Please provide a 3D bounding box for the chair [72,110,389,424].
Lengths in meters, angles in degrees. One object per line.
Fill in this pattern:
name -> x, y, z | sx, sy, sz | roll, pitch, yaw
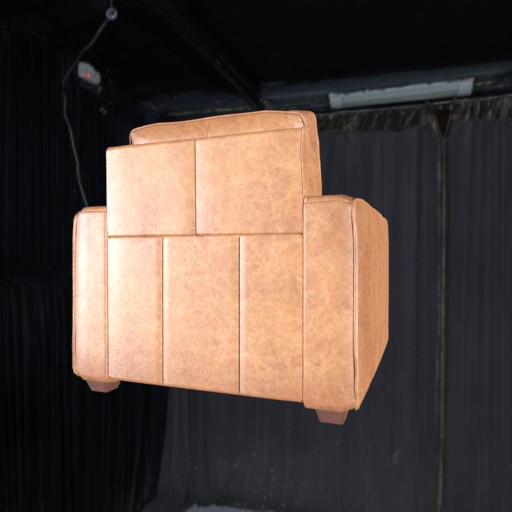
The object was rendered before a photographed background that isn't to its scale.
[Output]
chair -> 0.000, 0.000, 1.750 | 0.987, 0.901, 1.027 | 0, 0, 18
